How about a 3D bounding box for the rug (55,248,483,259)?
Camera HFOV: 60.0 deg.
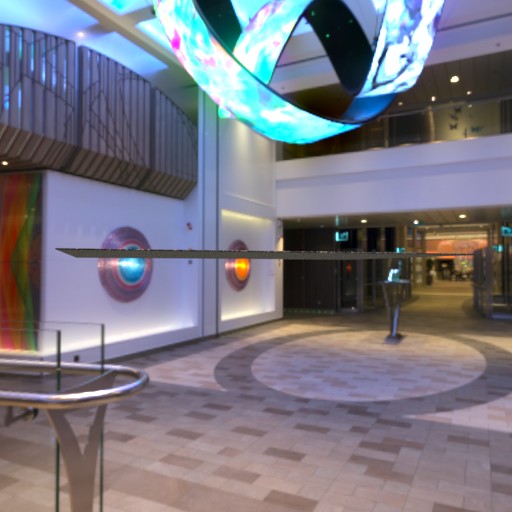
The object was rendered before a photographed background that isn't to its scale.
[{"bbox_3d":[0.000,0.000,2.342,1.828,0.005,1.219,1,-2,-19],"label":"rug"}]
